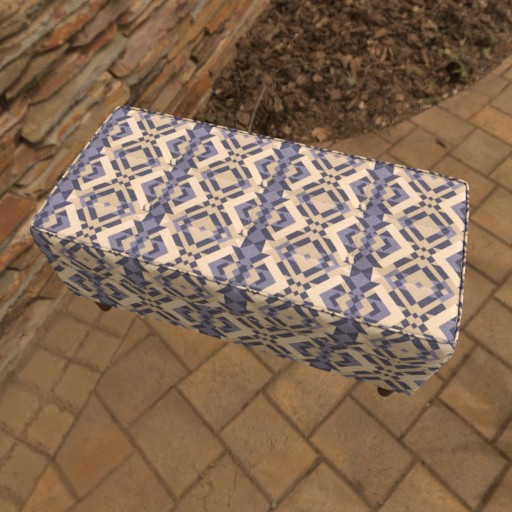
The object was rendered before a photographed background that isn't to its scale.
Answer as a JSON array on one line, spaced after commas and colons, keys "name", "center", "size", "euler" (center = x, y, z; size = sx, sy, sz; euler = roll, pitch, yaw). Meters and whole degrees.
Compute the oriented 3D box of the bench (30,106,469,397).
[{"name": "bench", "center": [0.000, 0.000, 1.278], "size": [1.016, 0.477, 0.492], "euler": [15, 58, 9]}]
